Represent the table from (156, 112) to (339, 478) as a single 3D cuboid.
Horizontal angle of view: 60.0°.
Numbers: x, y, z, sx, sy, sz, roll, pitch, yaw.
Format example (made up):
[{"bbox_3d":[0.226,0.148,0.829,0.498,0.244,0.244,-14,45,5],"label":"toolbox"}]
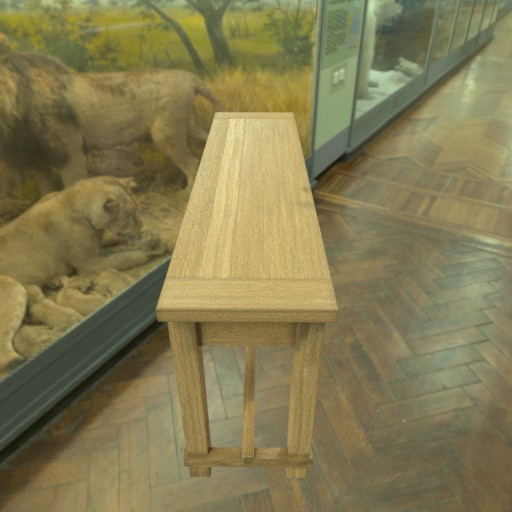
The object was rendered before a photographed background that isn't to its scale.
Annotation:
[{"bbox_3d":[0.000,0.000,1.872,0.442,0.762,1.599,0,33,0],"label":"table"}]
